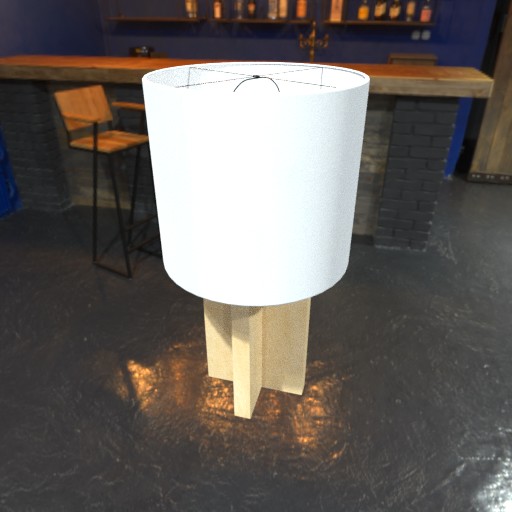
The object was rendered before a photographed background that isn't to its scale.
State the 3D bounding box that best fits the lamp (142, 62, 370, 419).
[{"bbox_3d":[0.000,0.000,0.560,0.229,0.428,0.229,8,30,13],"label":"lamp"}]
